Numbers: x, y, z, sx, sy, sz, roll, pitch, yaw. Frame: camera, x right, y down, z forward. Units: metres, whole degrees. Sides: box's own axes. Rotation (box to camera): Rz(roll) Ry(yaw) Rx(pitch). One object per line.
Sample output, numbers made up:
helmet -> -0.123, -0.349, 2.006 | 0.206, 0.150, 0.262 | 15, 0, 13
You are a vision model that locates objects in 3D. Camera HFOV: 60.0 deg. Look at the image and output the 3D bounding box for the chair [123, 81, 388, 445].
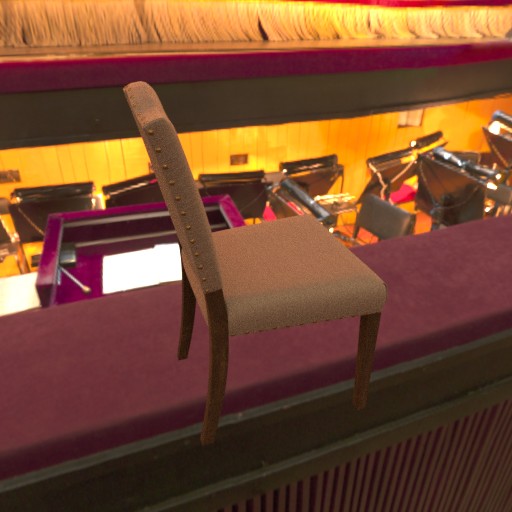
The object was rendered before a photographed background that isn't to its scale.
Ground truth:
chair -> 0.000, 0.000, 1.336 | 0.620, 1.020, 0.508 | -10, 32, -17
